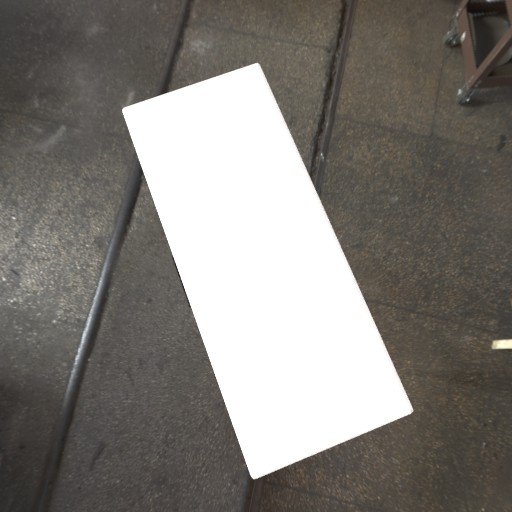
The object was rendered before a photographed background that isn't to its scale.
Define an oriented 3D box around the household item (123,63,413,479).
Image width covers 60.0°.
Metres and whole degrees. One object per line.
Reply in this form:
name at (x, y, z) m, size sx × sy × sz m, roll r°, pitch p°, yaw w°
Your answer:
household item at (0.000, 0.000, 2.241) m, size 0.787 × 0.356 × 1.905 m, roll -21°, pitch 77°, yaw -5°
